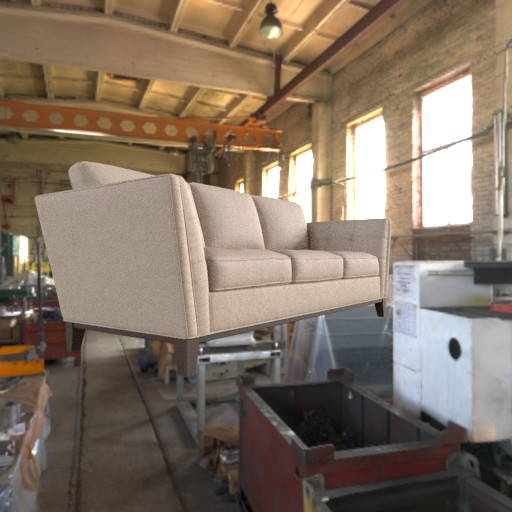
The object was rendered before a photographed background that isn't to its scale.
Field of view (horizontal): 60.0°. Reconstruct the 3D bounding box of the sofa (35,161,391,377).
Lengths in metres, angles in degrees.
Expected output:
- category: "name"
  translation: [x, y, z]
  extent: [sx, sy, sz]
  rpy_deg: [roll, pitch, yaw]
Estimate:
- category: "sofa"
  translation: [0.000, 0.000, 2.855]
  extent: [0.965, 0.940, 2.388]
  rpy_deg: [0, 0, 36]
